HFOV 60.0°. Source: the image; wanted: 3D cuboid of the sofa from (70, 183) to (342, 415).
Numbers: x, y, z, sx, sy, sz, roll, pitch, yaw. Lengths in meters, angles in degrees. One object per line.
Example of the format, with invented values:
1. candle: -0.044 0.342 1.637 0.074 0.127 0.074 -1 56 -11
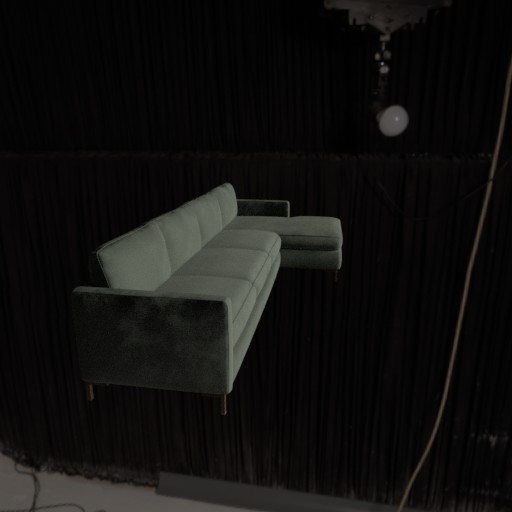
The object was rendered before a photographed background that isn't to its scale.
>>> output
1. sofa: 0.000 0.000 3.202 1.255 0.756 2.725 3 16 9
